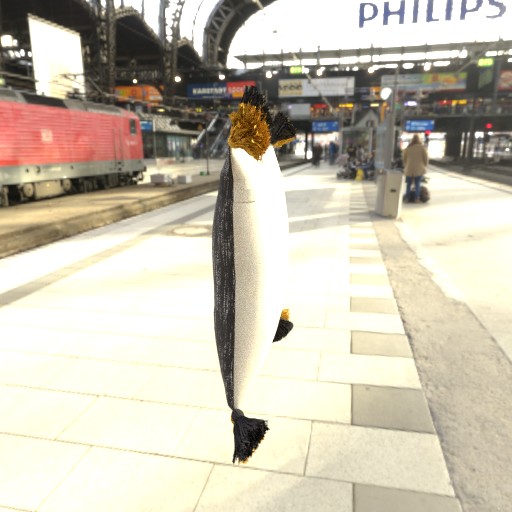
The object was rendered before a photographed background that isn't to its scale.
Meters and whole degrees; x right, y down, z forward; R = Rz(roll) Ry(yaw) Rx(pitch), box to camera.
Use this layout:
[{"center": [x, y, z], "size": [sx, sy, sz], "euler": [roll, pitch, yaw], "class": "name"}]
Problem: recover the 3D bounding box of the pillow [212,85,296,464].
[{"center": [0.000, 0.000, 0.979], "size": [0.139, 0.659, 0.654], "euler": [2, 14, 9], "class": "pillow"}]
